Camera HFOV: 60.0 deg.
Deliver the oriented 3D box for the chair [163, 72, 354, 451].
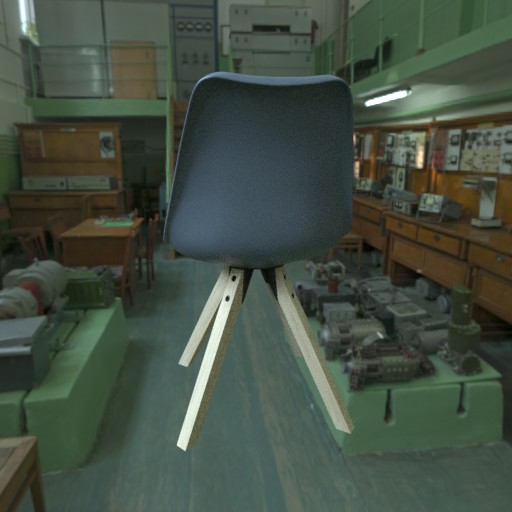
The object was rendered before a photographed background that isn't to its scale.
[{"bbox_3d":[0.000,0.000,1.203,0.485,0.850,0.550,-2,14,-9],"label":"chair"}]
